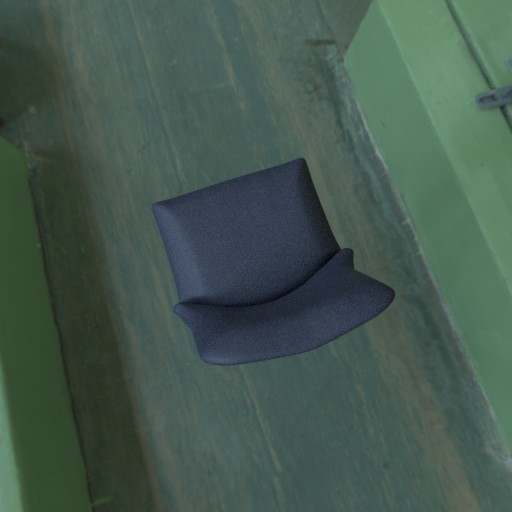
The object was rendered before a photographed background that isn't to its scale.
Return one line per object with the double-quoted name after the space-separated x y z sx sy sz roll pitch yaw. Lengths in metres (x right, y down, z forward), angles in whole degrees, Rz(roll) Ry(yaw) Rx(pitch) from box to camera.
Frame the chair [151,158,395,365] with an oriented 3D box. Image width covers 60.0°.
0.000 0.000 1.190 0.504 0.820 0.567 -18 76 -5 "chair"
